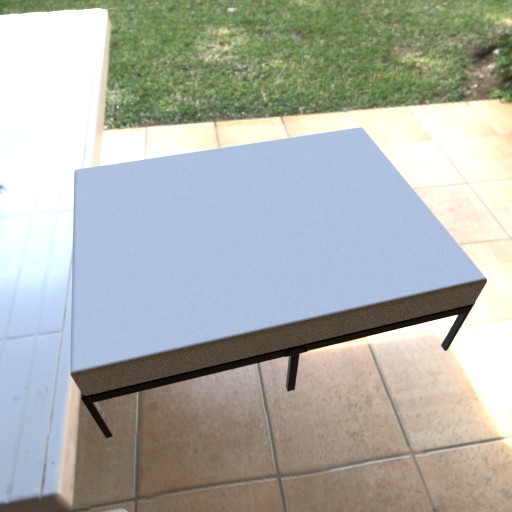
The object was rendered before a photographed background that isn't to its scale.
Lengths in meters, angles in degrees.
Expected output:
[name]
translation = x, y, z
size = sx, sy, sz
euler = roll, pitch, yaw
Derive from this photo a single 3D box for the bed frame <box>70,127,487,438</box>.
[bed frame]
translation = 0.000, 0.000, 2.797
size = 2.072, 0.659, 1.557
euler = -11, 48, -10
